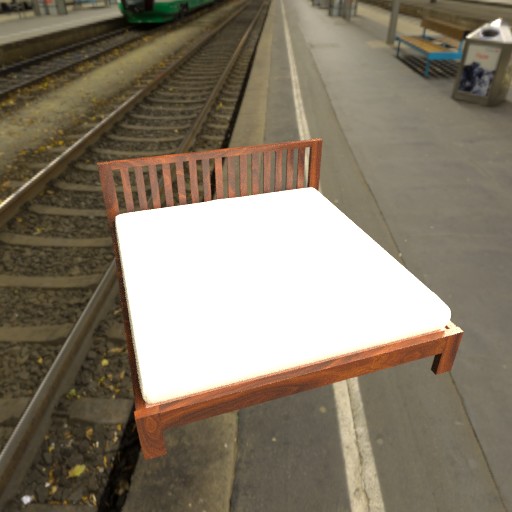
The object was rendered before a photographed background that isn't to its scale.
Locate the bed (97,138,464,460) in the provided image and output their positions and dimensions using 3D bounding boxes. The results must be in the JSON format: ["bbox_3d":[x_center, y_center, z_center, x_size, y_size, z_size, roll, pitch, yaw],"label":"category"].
[{"bbox_3d":[0.000,0.000,3.113,1.905,0.890,2.030,-10,33,-16],"label":"bed"}]
